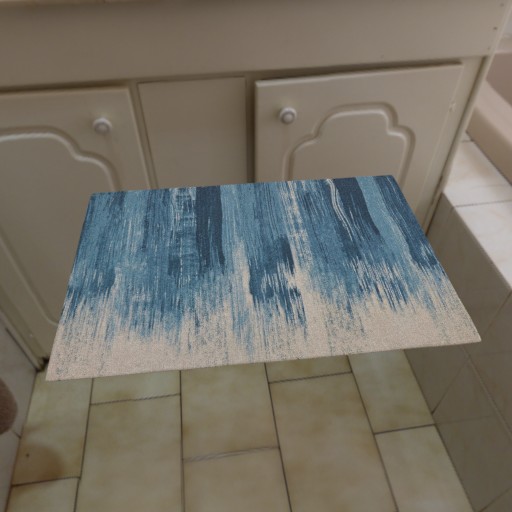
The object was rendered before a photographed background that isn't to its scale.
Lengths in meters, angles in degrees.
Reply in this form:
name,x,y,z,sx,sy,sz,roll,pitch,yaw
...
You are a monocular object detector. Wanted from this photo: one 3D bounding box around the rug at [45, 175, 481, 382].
name,x,y,z,sx,sy,sz,roll,pitch,yaw
rug,0.000,0.000,2.262,1.836,0.009,1.232,-4,46,-4
